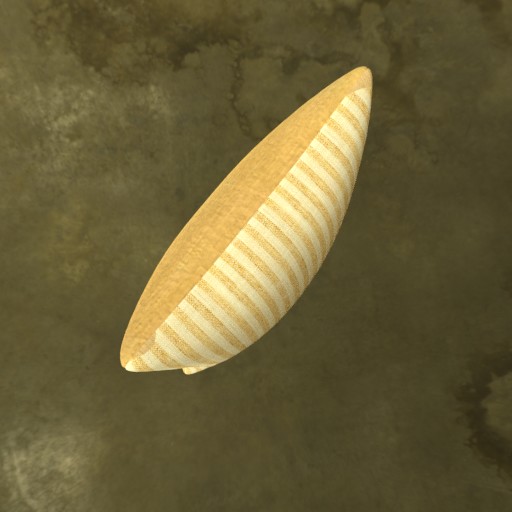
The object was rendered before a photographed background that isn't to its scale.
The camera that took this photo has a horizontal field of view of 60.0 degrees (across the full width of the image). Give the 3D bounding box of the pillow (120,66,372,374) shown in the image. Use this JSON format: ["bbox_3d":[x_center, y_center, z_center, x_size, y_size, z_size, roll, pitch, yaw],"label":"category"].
[{"bbox_3d":[0.000,0.000,0.648,0.173,0.407,0.419,37,78,9],"label":"pillow"}]
